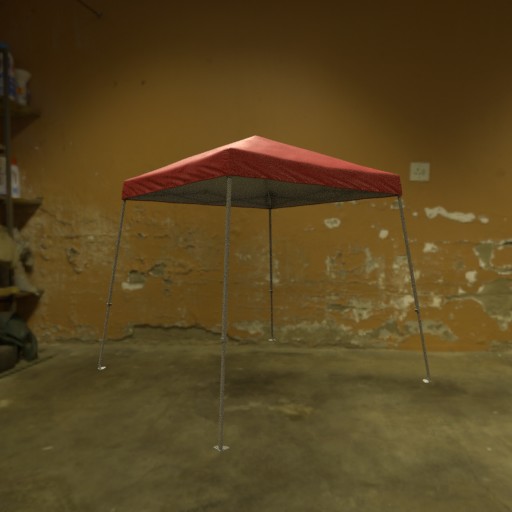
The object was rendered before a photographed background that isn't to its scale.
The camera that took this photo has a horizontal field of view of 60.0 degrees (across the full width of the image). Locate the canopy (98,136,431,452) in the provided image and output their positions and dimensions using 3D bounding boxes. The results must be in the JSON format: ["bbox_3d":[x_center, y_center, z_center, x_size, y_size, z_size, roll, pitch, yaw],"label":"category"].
[{"bbox_3d":[0.000,0.000,5.282,2.848,2.849,2.849,-1,2,-37],"label":"canopy"}]
